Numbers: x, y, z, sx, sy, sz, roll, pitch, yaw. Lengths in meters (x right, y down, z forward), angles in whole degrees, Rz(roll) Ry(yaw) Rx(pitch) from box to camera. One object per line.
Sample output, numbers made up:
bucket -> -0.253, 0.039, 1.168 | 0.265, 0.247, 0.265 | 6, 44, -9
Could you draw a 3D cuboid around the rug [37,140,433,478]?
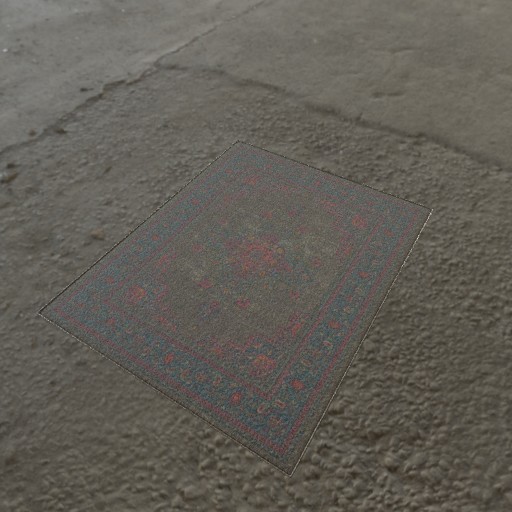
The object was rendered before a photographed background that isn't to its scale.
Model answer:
rug -> 0.000, 0.000, 4.152 | 2.434, 0.013, 3.057 | 25, 52, 21
